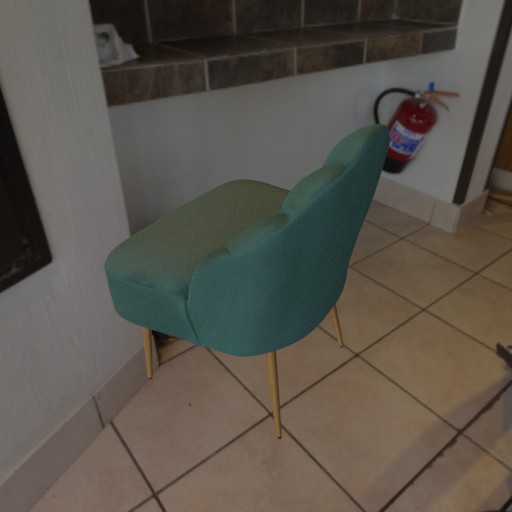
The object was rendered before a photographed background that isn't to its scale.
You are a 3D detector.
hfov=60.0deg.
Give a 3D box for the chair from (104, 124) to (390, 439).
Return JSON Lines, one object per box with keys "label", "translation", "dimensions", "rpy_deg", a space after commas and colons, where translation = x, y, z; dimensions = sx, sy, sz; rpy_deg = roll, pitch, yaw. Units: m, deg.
{"label": "chair", "translation": [0.000, 0.000, 1.246], "dimensions": [0.599, 0.819, 0.657], "rpy_deg": [19, 38, 27]}
